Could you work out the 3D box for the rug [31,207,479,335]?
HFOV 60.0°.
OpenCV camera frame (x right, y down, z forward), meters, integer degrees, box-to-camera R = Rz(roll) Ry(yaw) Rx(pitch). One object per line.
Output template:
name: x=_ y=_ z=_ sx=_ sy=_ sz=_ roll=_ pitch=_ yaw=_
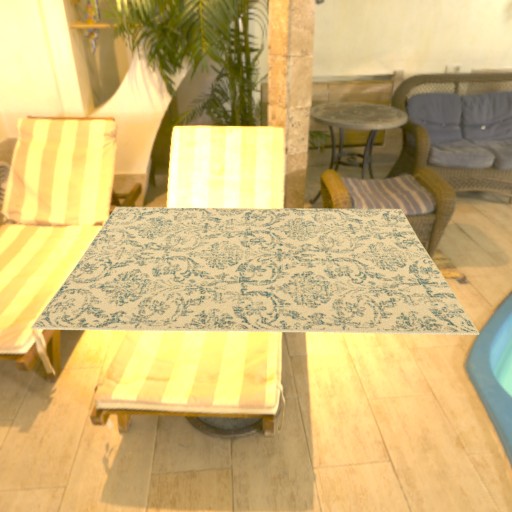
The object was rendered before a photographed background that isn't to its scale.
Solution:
rug: x=0.000 y=0.000 z=3.489 sx=2.746 sy=0.018 sz=1.819 roll=1 pitch=31 yaw=1
